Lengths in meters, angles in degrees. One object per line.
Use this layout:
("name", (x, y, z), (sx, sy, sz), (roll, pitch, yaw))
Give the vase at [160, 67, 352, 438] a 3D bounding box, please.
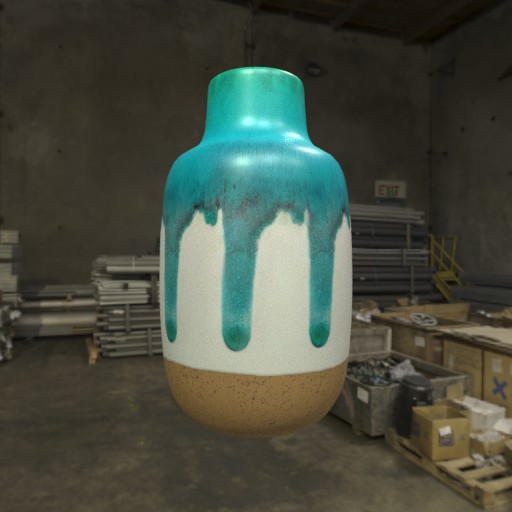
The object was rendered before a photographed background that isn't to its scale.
("vase", (0.000, 0.000, 0.249), (0.106, 0.192, 0.106), (0, 0, 0))
